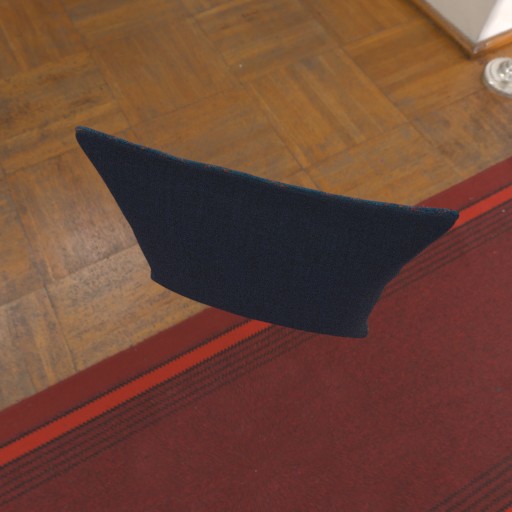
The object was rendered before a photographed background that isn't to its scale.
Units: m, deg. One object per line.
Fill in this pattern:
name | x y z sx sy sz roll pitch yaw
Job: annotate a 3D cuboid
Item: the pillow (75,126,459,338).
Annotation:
pillow | 0.000 0.000 0.661 0.431 0.431 0.141 15 65 7
